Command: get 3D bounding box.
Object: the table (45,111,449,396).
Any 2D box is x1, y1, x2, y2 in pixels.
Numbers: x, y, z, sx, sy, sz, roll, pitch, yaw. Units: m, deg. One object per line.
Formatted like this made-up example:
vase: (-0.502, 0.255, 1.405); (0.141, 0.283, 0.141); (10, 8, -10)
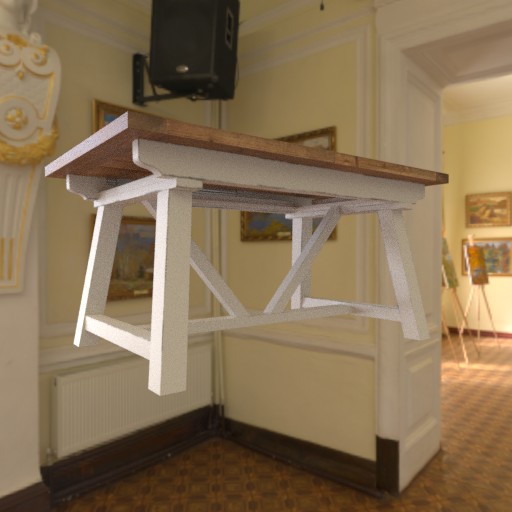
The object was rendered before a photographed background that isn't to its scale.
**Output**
table: (0.000, 0.000, 1.934); (1.503, 0.743, 0.922); (0, 1, -37)
